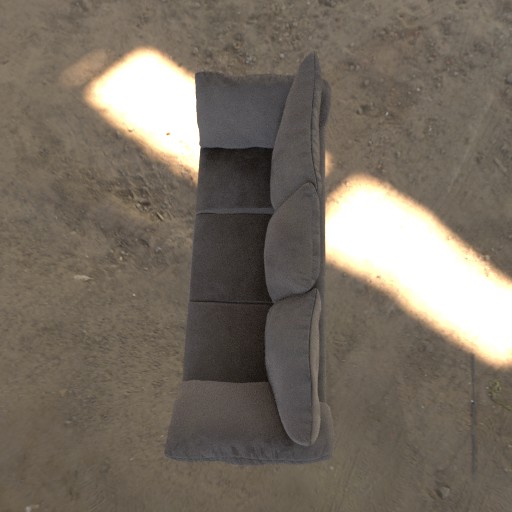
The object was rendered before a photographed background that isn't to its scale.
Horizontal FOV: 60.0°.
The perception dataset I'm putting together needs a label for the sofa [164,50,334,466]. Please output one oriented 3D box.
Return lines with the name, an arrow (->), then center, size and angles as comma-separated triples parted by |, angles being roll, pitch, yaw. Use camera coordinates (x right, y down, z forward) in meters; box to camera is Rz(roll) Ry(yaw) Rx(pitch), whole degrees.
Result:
sofa -> 0.000, 0.000, 2.771 | 0.878, 1.073, 2.336 | 2, 75, 1
